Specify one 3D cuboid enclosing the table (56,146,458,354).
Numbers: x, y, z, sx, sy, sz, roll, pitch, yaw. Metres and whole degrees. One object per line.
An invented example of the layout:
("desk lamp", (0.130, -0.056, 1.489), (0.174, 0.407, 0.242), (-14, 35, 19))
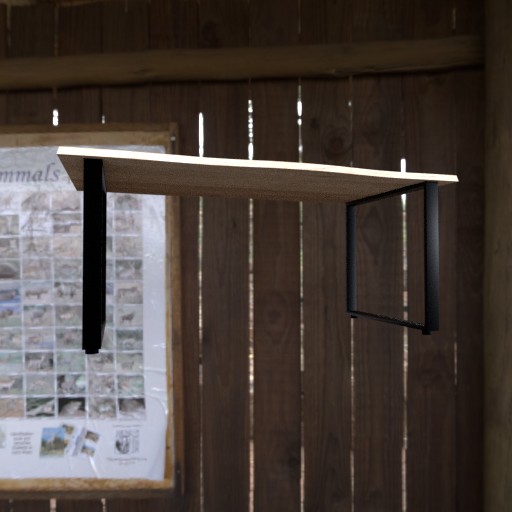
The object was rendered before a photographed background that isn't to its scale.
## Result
("table", (0.000, 0.000, 2.294), (1.800, 0.780, 0.900), (0, -1, -17))
